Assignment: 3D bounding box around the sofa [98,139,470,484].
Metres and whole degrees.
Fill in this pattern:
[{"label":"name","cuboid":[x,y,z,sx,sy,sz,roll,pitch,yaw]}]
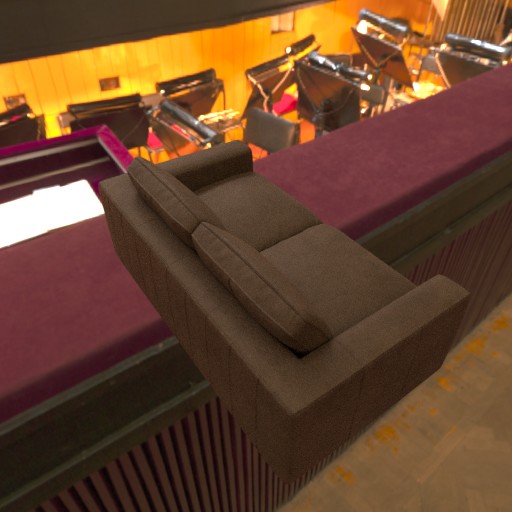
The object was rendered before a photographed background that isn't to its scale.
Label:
[{"label":"sofa","cuboid":[0.000,0.000,2.448,1.070,0.800,1.920,-25,46,-26]}]
